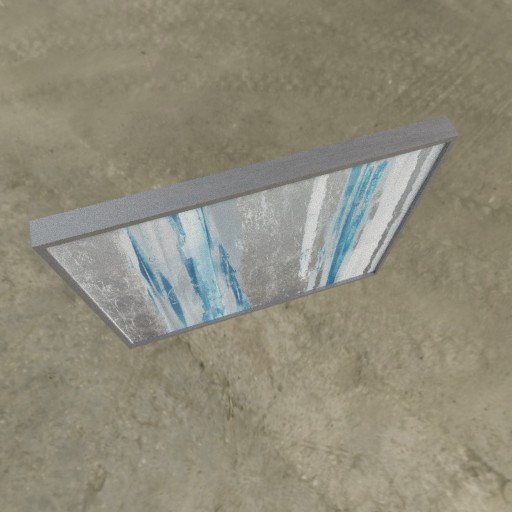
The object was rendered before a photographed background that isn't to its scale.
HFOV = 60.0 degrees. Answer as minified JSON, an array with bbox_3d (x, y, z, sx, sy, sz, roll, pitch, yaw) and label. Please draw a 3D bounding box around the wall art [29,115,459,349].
[{"bbox_3d":[0.000,0.000,0.761,0.557,0.450,0.037,-16,64,-8],"label":"wall art"}]
